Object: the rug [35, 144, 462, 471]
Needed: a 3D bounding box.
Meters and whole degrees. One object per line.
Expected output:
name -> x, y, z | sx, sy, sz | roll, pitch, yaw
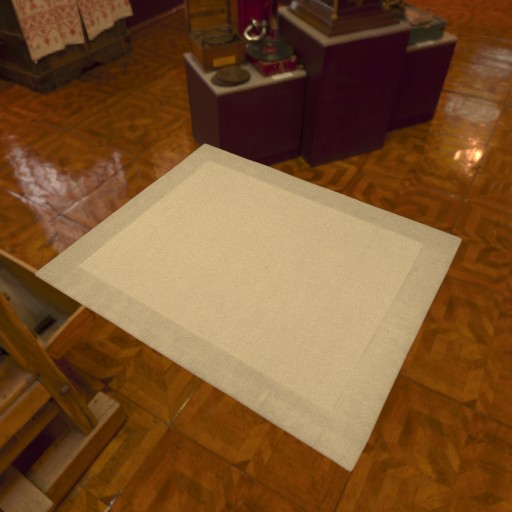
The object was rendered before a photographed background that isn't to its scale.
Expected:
rug -> 0.000, 0.000, 3.947 | 2.976, 0.018, 2.430 | 25, 51, 22
